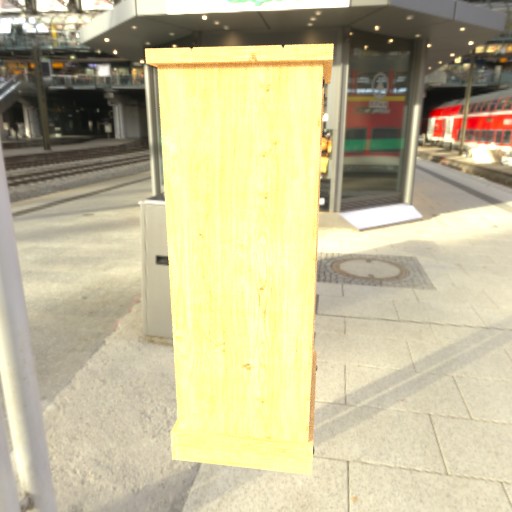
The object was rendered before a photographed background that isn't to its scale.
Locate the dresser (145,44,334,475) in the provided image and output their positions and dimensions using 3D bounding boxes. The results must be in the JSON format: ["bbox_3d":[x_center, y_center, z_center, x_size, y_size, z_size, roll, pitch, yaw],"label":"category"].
[{"bbox_3d":[0.000,0.000,1.299,0.390,1.041,0.531,2,17,8],"label":"dresser"}]
